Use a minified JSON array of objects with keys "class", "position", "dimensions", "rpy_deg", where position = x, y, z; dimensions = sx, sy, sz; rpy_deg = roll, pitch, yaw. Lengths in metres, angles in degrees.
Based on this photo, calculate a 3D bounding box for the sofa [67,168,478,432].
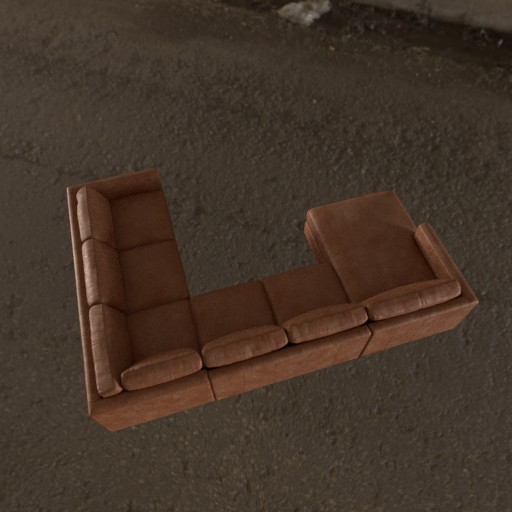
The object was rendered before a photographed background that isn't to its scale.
[{"class":"sofa","position":[0.000,0.000,4.516],"dimensions":[3.401,0.832,2.430],"rpy_deg":[-14,59,-9]}]
